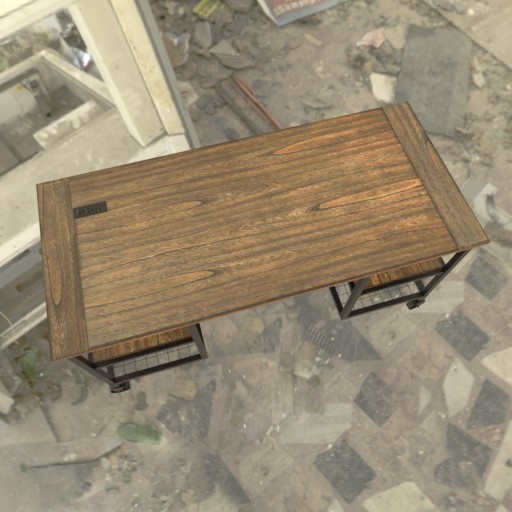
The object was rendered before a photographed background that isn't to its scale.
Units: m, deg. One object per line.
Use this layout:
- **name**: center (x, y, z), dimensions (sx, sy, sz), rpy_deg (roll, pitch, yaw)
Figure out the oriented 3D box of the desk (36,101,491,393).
- **desk**: center (0.000, 0.000, 1.990), dimensions (1.590, 0.751, 0.711), rpy_deg (-14, 65, -7)
